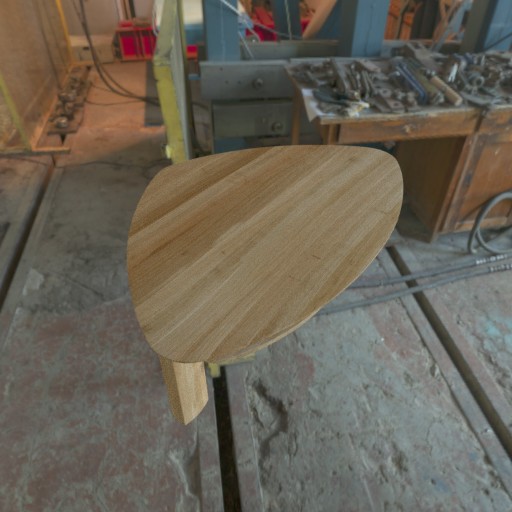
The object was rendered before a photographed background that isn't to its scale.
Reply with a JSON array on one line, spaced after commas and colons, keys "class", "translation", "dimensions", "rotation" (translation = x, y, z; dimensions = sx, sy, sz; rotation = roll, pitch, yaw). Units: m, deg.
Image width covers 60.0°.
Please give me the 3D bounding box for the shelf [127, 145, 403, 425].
[{"class": "shelf", "translation": [0.000, 0.000, 1.632], "dimensions": [0.863, 0.439, 1.240], "rotation": [25, 47, 26]}]
